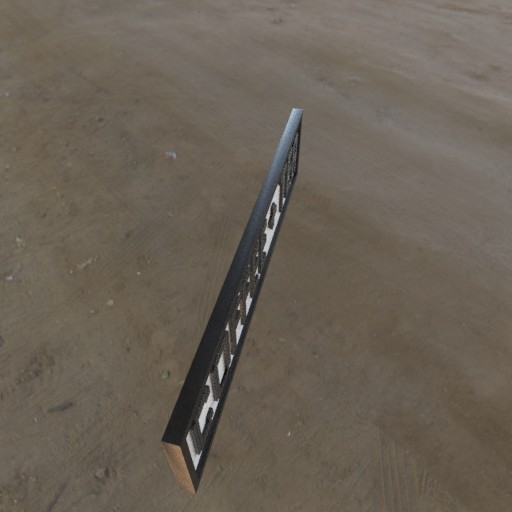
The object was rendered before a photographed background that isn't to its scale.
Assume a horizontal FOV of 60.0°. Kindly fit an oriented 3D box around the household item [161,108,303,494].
[{"bbox_3d":[0.000,0.000,1.061,0.030,0.236,1.001,11,48,10],"label":"household item"}]
